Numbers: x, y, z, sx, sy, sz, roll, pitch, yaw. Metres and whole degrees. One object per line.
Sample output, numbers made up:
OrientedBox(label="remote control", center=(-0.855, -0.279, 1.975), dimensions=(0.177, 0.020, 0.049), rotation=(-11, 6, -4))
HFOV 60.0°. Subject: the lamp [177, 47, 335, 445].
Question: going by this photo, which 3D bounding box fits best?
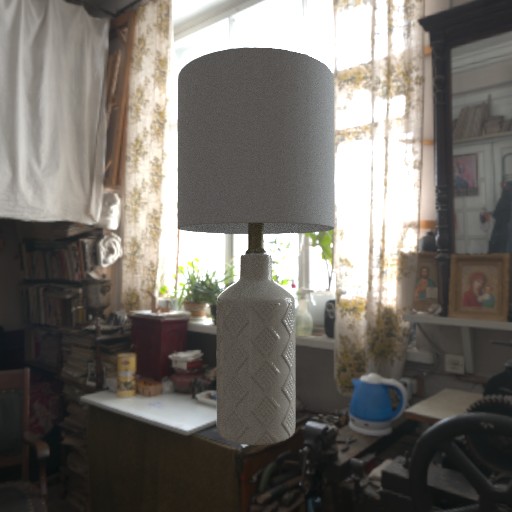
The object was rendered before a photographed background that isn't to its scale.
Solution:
OrientedBox(label="lamp", center=(0.000, 0.000, 0.590), dimensions=(0.207, 0.461, 0.207), rotation=(0, -1, 0))
